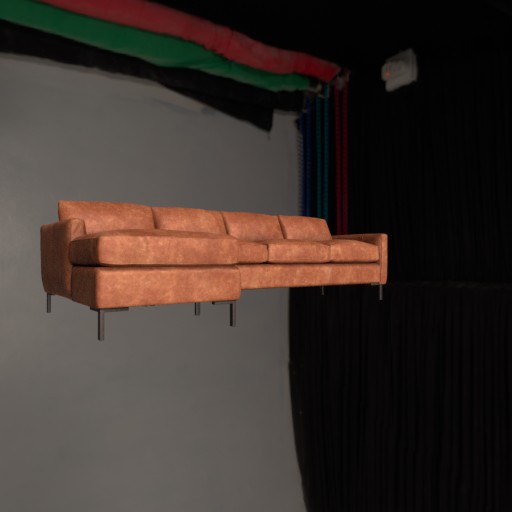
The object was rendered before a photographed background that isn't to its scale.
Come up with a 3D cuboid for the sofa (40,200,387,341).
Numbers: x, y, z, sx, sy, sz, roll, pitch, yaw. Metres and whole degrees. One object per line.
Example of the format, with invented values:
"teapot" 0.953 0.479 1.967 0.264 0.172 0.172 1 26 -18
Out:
"sofa" 0.000 0.000 3.623 2.993 0.859 1.471 0 0 -36
